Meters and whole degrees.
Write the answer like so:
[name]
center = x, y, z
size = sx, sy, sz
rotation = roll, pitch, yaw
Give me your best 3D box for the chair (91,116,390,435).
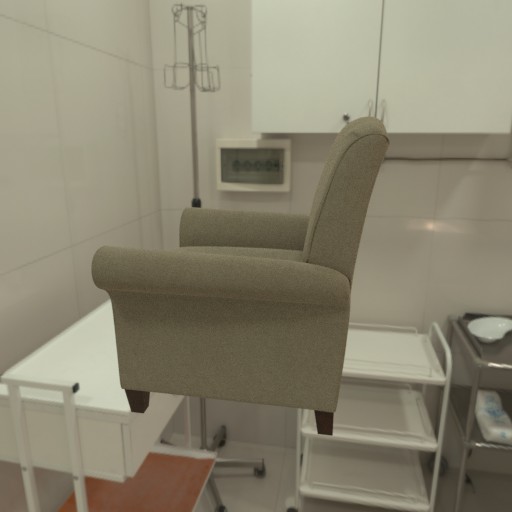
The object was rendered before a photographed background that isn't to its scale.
[chair]
center = 0.000, 0.000, 1.780
size = 0.905, 1.061, 0.978
rotation = 3, 15, 10
